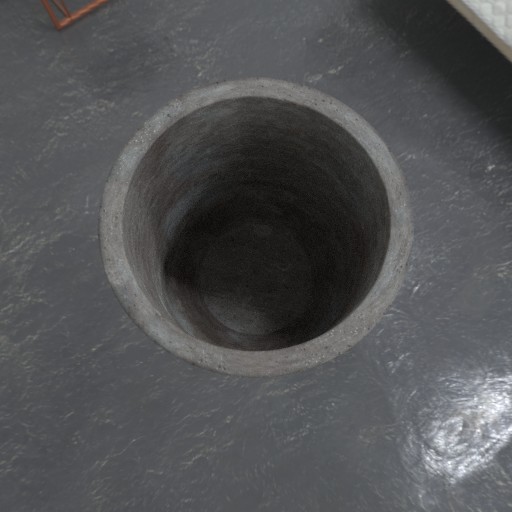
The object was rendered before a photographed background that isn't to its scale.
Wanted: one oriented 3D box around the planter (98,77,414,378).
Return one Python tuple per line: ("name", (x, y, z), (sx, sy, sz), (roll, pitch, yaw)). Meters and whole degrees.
("planter", (0.000, 0.000, 0.269), (0.142, 0.149, 0.142), (0, 75, 0))
